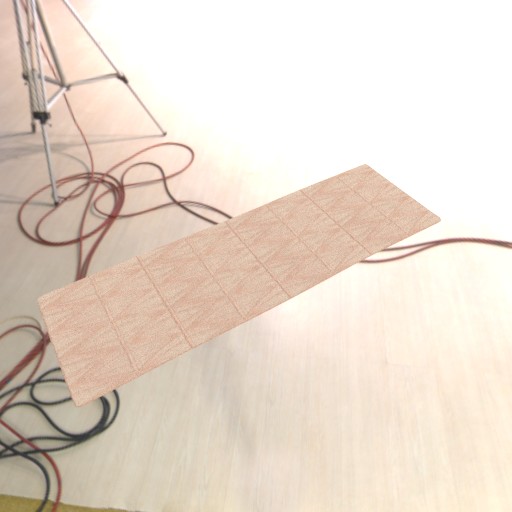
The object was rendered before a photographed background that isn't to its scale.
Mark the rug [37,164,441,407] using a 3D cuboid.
[{"bbox_3d":[0.000,0.000,2.701,2.435,0.015,0.760,-25,51,-21],"label":"rug"}]
